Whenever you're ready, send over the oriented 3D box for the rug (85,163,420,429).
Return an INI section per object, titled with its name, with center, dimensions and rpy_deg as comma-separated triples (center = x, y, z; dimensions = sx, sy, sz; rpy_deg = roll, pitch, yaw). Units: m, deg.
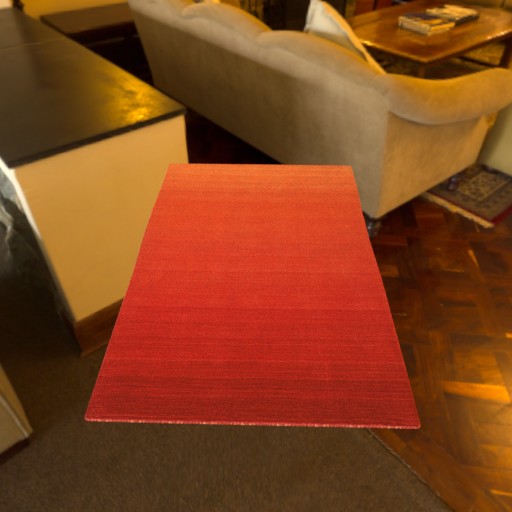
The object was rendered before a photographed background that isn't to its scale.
[rug]
center = 0.000, 0.000, 2.285
dimensions = 1.230, 0.018, 1.835
rpy_deg = 1, 42, 1
